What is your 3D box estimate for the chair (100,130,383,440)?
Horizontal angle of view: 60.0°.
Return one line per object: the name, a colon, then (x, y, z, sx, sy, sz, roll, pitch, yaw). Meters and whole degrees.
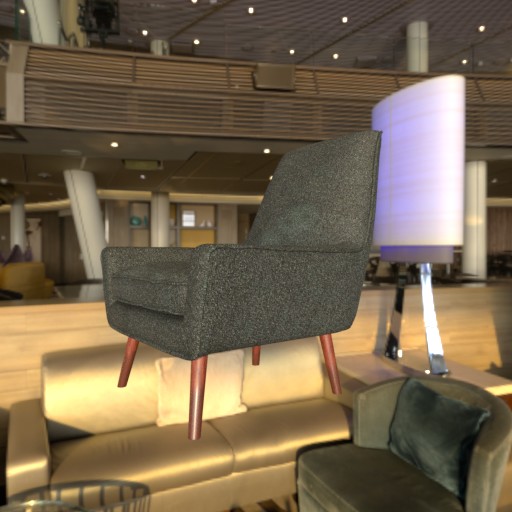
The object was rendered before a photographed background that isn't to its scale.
chair: (0.000, 0.000, 1.509, 0.859, 0.883, 0.763, 0, 1, -36)
